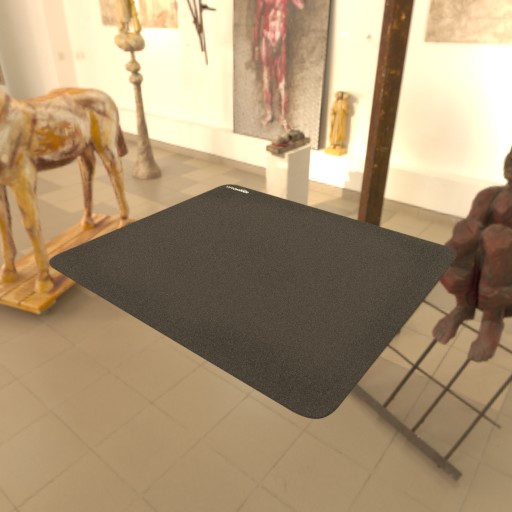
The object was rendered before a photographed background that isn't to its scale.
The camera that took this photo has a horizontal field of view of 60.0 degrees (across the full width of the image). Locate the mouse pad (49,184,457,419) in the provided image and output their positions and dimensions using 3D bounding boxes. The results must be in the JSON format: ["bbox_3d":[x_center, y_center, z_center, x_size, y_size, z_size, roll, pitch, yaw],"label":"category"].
[{"bbox_3d":[0.000,0.000,0.631,0.451,0.002,0.393,21,36,32],"label":"mouse pad"}]
